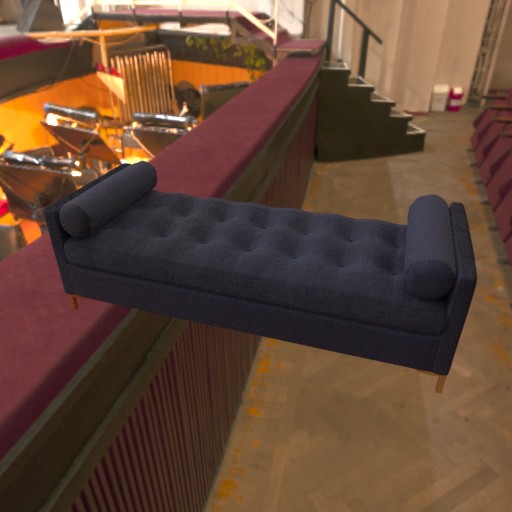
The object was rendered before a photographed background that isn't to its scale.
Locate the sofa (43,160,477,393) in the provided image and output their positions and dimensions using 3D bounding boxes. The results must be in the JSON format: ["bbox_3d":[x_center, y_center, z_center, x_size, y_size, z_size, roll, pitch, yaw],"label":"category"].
[{"bbox_3d":[0.000,0.000,2.466,2.102,0.705,0.796,10,32,15],"label":"sofa"}]
